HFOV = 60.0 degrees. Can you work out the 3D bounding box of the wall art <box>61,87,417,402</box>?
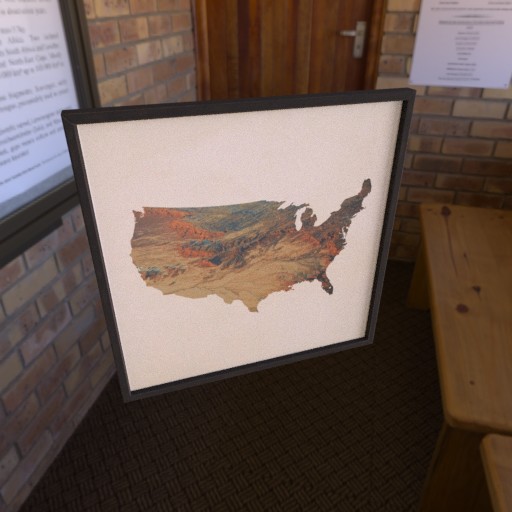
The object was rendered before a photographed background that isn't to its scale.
[{"bbox_3d":[0.000,0.000,0.446,0.304,0.303,0.015,-9,32,-16],"label":"wall art"}]
